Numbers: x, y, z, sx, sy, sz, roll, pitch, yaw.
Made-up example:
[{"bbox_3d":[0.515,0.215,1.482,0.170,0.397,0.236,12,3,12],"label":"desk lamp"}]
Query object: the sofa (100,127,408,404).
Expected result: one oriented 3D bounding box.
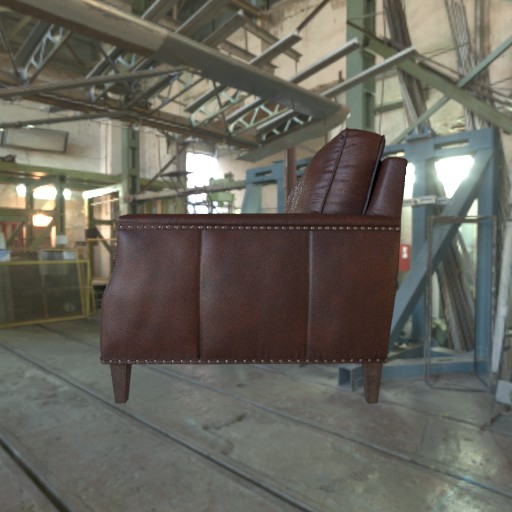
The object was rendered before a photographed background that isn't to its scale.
[{"bbox_3d":[0.000,0.000,2.285,1.083,1.003,1.628,0,1,0],"label":"sofa"}]
